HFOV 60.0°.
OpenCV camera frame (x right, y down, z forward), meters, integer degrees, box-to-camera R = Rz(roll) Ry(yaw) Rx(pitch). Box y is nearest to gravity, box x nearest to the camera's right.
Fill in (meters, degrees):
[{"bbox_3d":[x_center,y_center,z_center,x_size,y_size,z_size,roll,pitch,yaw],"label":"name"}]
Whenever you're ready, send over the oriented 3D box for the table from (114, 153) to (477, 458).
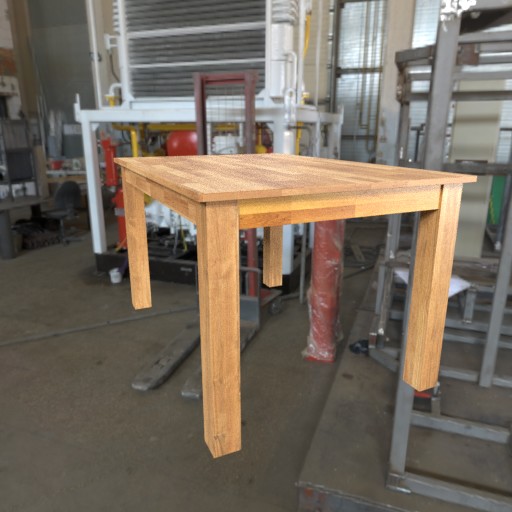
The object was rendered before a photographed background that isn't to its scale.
[{"bbox_3d":[0.000,0.000,1.856,0.900,0.750,1.300,-8,18,-24],"label":"table"}]
